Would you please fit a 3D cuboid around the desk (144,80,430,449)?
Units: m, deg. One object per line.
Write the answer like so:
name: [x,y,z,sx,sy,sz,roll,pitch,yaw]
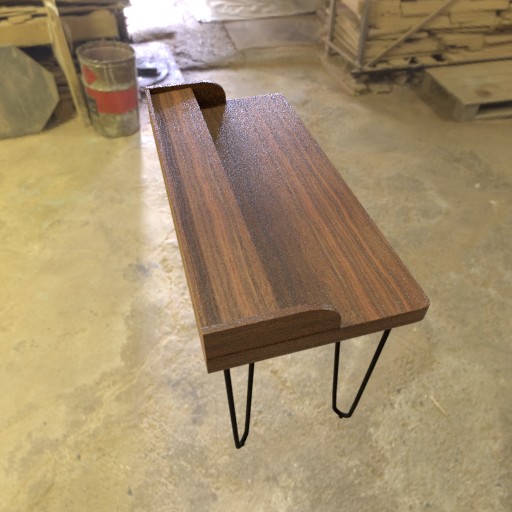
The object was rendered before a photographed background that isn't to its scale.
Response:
desk: [0.000,0.000,1.668,0.565,0.854,1.200,-11,46,-11]
